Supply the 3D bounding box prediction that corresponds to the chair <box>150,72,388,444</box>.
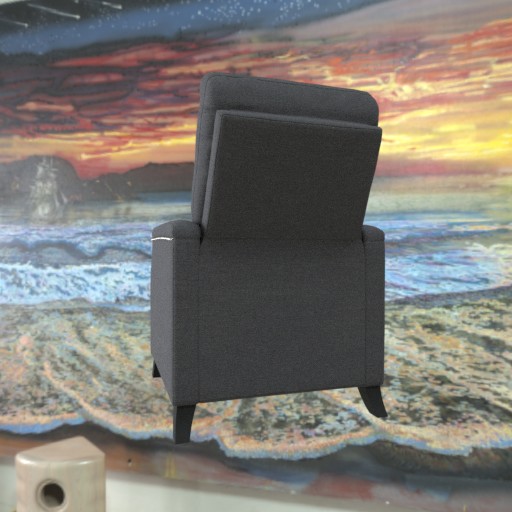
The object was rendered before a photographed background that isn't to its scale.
[{"bbox_3d":[0.000,0.000,1.651,0.710,1.049,0.922,0,0,-18],"label":"chair"}]
